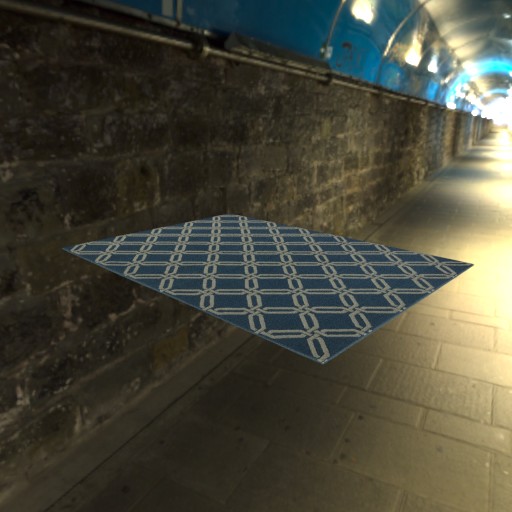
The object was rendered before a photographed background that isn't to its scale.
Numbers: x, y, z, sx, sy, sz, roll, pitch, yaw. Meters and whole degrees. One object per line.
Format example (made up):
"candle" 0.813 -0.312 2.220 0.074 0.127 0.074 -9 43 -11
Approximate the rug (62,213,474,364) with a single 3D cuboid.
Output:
"rug" 0.000 0.000 4.410 3.342 0.018 2.432 16 23 41
